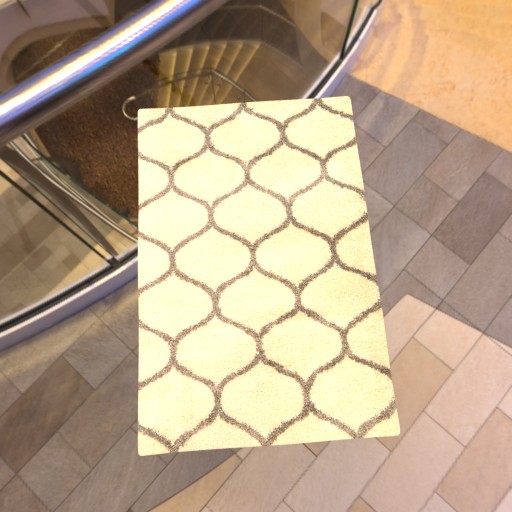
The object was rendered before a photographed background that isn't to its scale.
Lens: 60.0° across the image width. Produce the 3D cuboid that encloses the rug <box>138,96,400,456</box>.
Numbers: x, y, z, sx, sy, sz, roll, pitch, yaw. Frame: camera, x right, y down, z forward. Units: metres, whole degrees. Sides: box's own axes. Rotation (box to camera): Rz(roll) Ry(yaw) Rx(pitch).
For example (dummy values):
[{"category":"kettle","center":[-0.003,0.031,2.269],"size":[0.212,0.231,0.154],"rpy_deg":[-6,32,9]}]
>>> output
[{"category":"rug","center":[0.000,0.000,3.394],"size":[1.801,0.026,2.701],"rpy_deg":[-4,74,-1]}]
